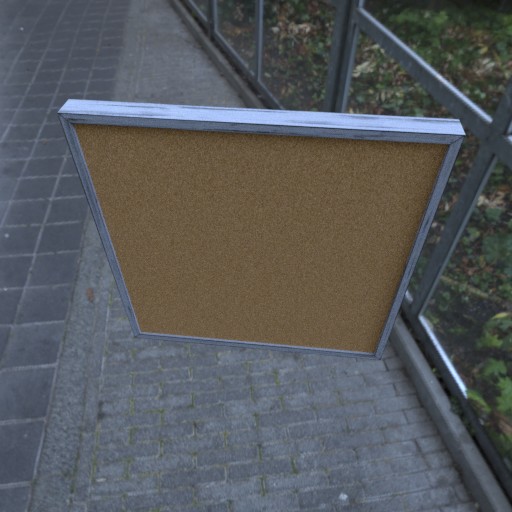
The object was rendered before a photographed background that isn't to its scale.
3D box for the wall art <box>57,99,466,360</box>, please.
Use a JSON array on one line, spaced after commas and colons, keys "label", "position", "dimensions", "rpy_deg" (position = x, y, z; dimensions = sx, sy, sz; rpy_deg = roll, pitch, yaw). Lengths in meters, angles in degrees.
[{"label": "wall art", "position": [0.000, 0.000, 0.739], "dimensions": [0.506, 0.506, 0.038], "rpy_deg": [4, 46, 4]}]
